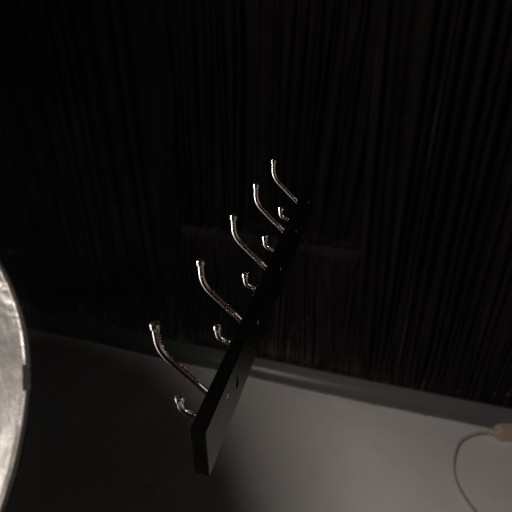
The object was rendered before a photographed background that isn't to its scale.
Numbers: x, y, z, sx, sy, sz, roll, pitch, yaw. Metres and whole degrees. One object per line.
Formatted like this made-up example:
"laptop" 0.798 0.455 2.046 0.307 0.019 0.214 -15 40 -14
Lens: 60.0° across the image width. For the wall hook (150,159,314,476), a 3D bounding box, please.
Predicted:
"wall hook" 0.000 0.000 0.609 0.071 0.117 0.571 8 32 13
